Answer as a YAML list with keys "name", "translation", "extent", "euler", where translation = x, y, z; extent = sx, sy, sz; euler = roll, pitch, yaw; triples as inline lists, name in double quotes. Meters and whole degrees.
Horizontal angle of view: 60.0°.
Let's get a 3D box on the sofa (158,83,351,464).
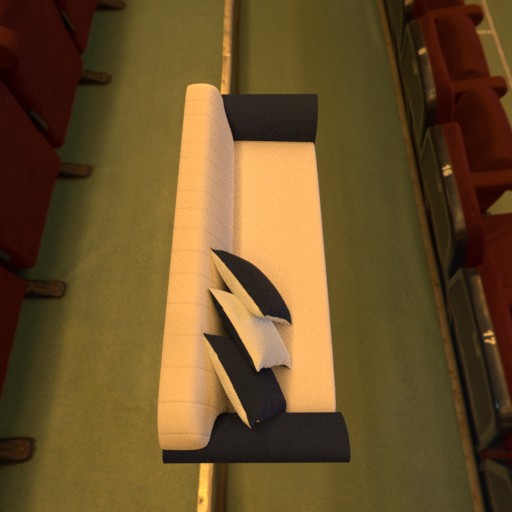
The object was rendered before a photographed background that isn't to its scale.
- name: "sofa"
  translation: [0.000, 0.000, 2.355]
  extent: [0.749, 0.789, 2.006]
  euler: [0, 63, 0]
